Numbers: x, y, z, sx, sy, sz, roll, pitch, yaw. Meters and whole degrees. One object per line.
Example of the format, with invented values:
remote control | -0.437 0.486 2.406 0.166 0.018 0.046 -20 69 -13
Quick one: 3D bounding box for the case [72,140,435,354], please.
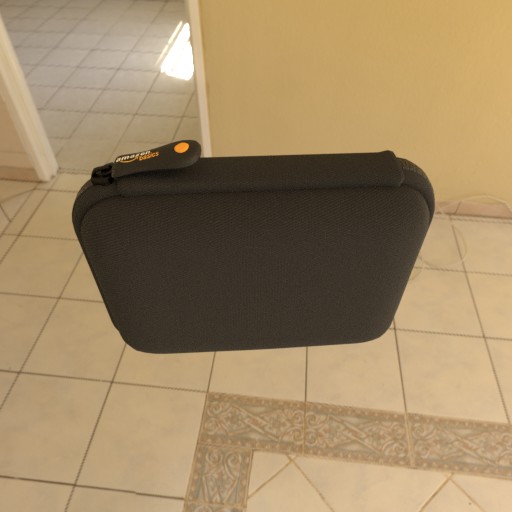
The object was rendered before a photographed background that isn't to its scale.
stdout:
case | 0.000 0.000 0.180 0.132 0.105 0.038 -3 47 -2
